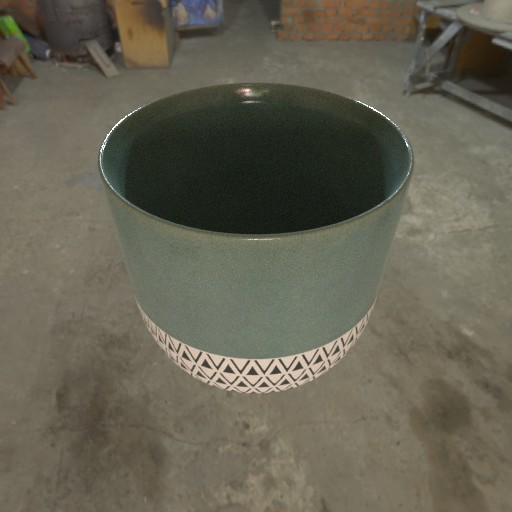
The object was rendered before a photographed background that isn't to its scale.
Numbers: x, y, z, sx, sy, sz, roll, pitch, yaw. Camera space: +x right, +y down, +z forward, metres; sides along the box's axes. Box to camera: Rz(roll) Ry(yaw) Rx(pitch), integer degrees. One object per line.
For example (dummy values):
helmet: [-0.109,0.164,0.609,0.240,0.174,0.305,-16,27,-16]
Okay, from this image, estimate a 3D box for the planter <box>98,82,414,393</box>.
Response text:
planter: [0.000,0.000,0.473,0.266,0.270,0.266,0,42,0]
